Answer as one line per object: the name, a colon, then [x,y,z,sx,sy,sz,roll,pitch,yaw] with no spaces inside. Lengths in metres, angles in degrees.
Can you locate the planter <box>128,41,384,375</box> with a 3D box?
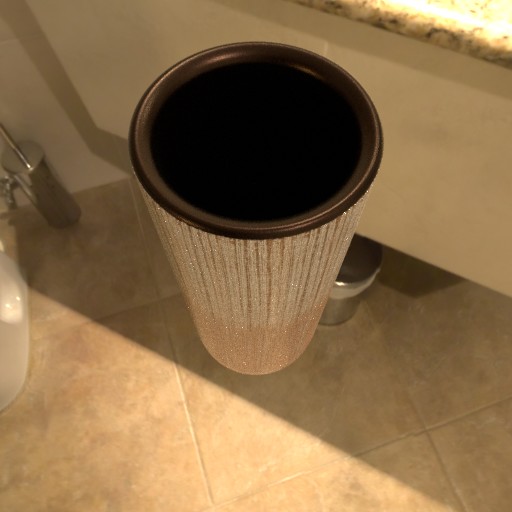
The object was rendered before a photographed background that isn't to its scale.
planter: [0.000,0.000,0.273,0.100,0.227,0.100,31,68,15]
